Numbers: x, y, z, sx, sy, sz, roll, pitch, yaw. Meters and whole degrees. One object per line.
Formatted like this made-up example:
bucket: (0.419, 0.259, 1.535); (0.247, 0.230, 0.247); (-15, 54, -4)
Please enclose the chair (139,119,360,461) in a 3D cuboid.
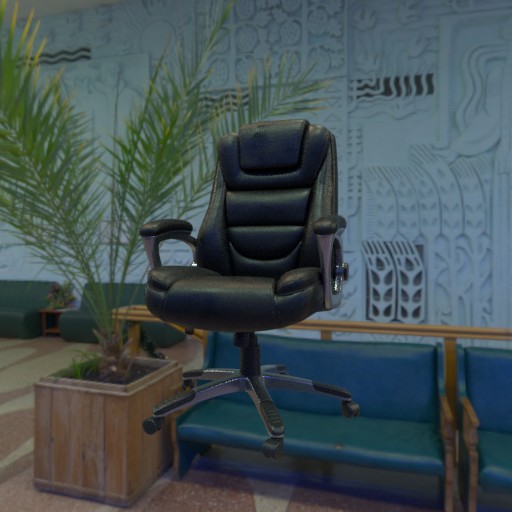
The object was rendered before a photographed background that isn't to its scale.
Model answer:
chair: (0.000, 0.000, 1.527); (0.697, 1.075, 0.689); (0, 1, 19)
